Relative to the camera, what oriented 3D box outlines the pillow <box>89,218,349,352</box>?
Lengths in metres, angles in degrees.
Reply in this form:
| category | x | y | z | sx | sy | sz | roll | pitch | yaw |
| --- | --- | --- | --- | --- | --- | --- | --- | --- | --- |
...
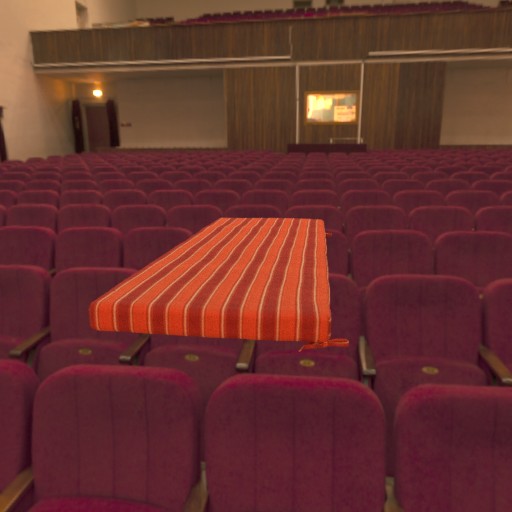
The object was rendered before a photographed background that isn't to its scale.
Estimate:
| category | x | y | z | sx | sy | sz | roll | pitch | yaw |
| --- | --- | --- | --- | --- | --- | --- | --- | --- | --- |
| pillow | 0.000 | 0.000 | 1.355 | 0.492 | 0.081 | 1.187 | 2 | 13 | 8 |
